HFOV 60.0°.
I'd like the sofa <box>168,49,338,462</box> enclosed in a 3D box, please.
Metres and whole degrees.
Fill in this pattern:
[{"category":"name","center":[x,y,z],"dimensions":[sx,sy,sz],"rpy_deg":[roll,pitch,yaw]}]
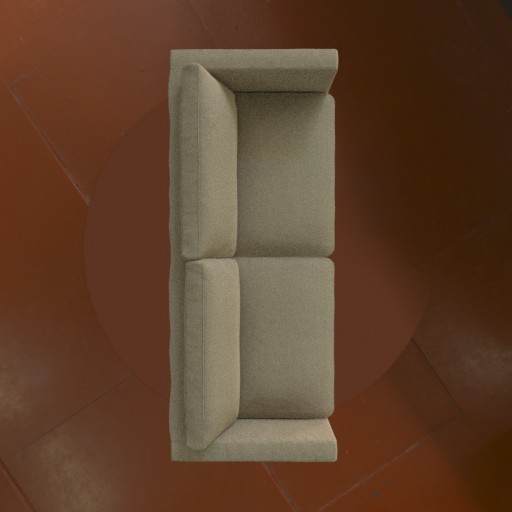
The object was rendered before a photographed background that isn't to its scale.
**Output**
[{"category":"sofa","center":[0.000,0.000,2.702],"dimensions":[0.956,0.847,2.296],"rpy_deg":[0,91,0]}]
